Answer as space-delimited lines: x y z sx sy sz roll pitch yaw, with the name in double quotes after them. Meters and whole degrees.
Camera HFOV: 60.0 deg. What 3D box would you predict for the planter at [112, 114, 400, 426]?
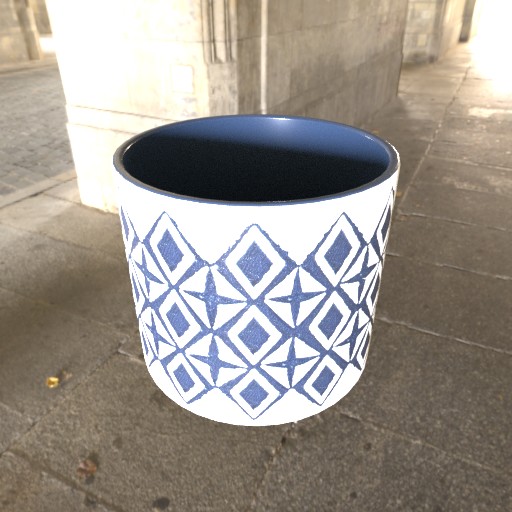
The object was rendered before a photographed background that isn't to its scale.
0.000 0.000 0.288 0.159 0.144 0.159 0 31 0 "planter"
